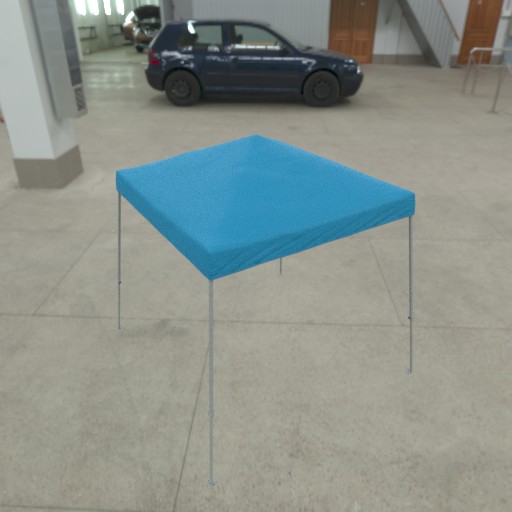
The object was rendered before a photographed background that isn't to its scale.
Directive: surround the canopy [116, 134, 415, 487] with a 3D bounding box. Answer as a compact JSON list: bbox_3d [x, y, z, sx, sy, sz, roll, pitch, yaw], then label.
[{"bbox_3d":[0.000,0.000,6.618,3.600,3.600,3.599,-17,33,-28],"label":"canopy"}]
